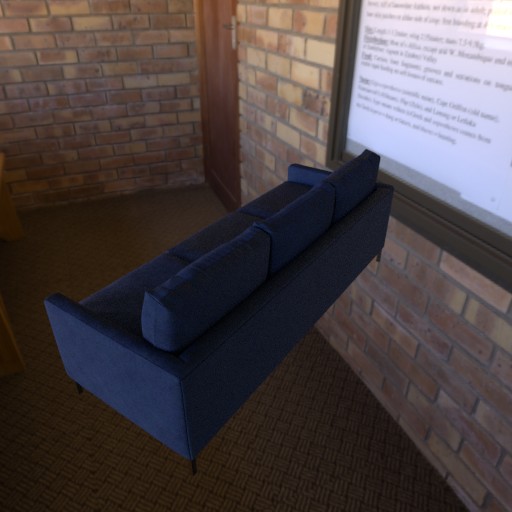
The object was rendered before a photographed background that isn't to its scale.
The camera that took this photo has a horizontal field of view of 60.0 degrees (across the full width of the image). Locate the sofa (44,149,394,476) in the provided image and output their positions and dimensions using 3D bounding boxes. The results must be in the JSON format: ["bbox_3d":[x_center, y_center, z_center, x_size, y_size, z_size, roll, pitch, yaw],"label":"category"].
[{"bbox_3d":[0.000,0.000,2.682,0.875,0.879,2.252,20,36,29],"label":"sofa"}]
